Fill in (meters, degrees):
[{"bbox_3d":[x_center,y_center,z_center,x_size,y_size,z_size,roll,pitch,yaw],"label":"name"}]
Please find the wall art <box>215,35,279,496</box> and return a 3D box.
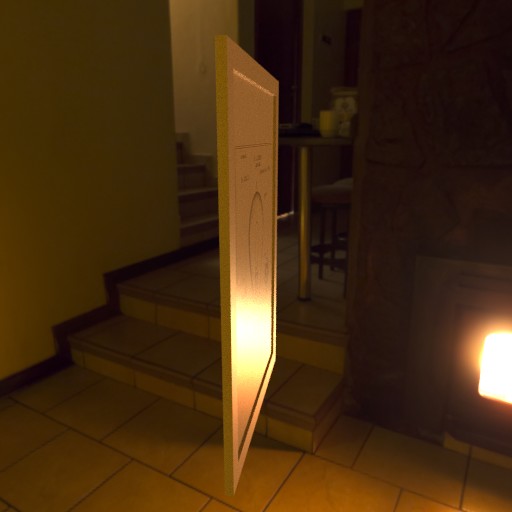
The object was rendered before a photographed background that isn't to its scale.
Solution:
[{"bbox_3d":[0.000,0.000,0.593,0.010,0.474,0.325,3,15,10],"label":"wall art"}]
